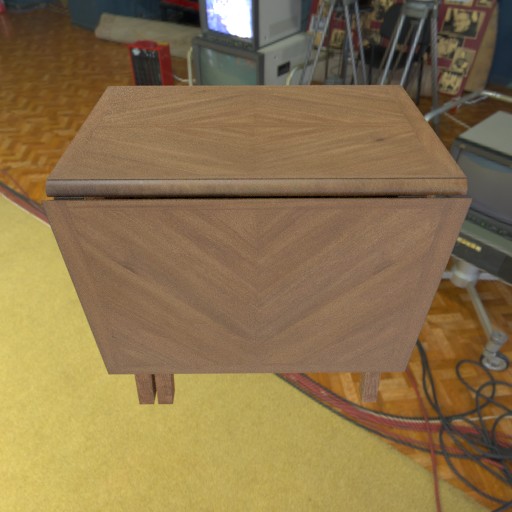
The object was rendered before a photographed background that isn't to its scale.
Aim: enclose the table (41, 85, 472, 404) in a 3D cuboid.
[{"bbox_3d":[0.000,0.000,1.563,0.967,0.981,0.701,0,41,0],"label":"table"}]
